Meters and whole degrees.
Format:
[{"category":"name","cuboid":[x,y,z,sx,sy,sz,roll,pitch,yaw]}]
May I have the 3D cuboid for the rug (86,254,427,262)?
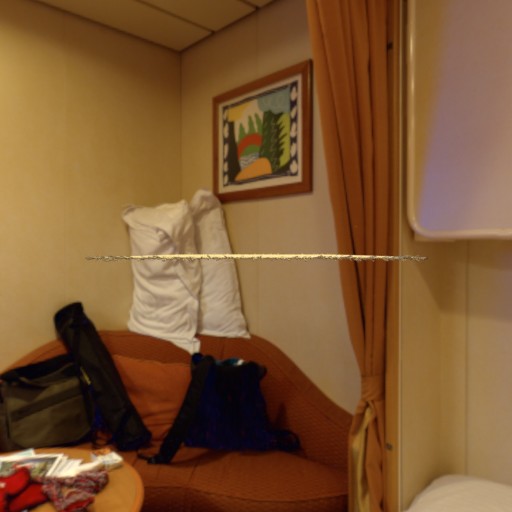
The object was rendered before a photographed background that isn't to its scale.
[{"category":"rug","cuboid":[0.000,0.000,3.133,1.495,0.035,2.472,0,0,0]}]
